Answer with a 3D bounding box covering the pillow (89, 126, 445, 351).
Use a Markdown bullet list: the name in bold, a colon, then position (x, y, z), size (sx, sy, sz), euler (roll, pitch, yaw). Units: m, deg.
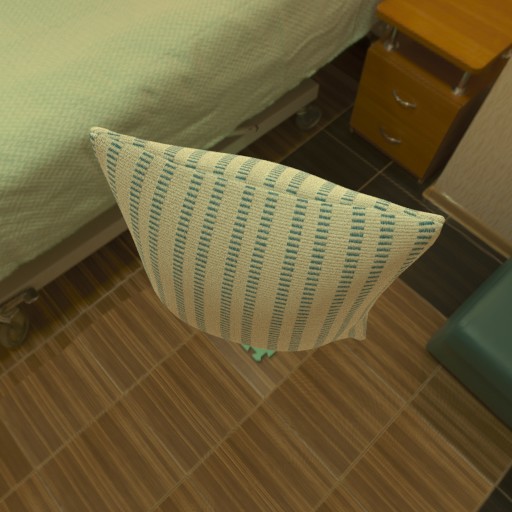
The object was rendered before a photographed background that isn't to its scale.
- **pillow**: position (0.000, 0.000, 0.694), size (0.438, 0.419, 0.247), euler (16, 64, 8)
